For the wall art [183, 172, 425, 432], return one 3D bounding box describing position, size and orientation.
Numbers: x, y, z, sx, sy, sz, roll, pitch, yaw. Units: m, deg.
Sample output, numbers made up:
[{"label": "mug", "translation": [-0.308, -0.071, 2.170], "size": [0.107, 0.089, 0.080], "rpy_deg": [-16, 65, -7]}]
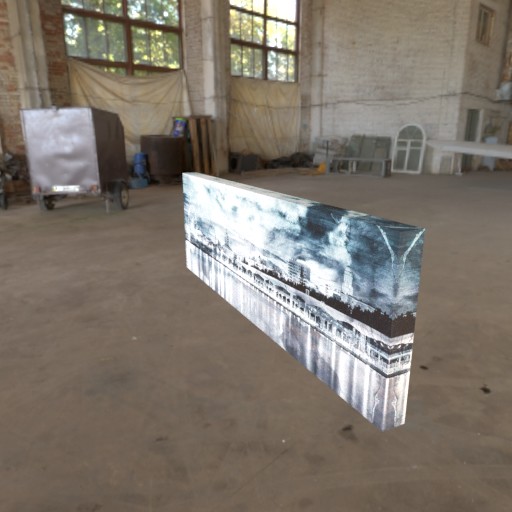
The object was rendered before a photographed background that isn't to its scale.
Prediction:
[{"label": "wall art", "translation": [0.000, 0.000, 0.841], "size": [0.037, 0.251, 0.759], "rpy_deg": [-8, 18, -26]}]
